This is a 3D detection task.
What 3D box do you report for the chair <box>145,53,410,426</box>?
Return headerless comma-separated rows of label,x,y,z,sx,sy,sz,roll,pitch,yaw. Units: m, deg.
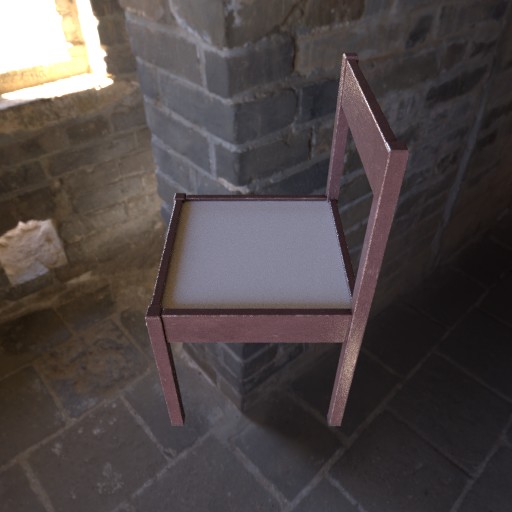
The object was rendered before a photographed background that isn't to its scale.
chair,0.000,0.000,0.678,0.285,0.505,0.285,0,41,0
